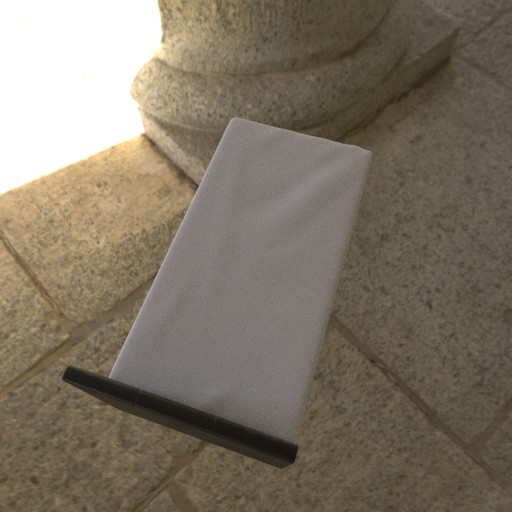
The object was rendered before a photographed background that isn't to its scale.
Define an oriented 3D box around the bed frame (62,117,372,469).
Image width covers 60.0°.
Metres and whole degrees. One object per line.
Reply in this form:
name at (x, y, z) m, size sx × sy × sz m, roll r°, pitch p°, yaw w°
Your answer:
bed frame at (0.000, 0.000, 2.537) m, size 1.038 × 1.046 × 2.152 m, roll 16°, pitch 64°, yaw 8°
